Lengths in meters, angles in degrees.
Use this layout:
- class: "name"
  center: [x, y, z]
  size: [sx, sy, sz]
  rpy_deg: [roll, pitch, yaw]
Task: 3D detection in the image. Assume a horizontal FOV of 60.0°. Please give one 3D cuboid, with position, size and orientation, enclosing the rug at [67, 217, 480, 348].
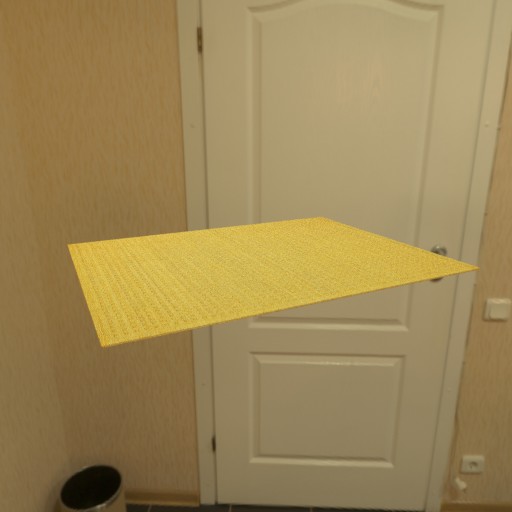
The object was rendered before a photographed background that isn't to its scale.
- class: "rug"
  center: [0.000, 0.000, 4.337]
  size: [3.242, 0.015, 2.486]
  rpy_deg: [-8, 19, -25]
